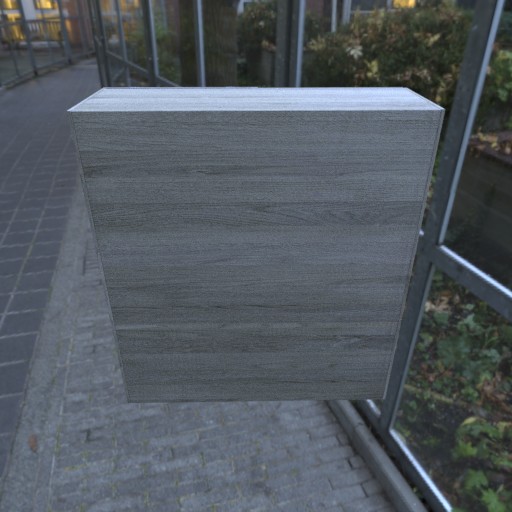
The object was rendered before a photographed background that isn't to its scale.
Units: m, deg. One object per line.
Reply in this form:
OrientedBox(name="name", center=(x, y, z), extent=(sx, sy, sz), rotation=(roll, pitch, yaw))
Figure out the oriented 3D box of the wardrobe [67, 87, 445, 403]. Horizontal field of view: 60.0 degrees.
OrientedBox(name="wardrobe", center=(0.000, 0.000, 2.842), extent=(1.780, 1.960, 0.629), rotation=(-1, 30, -1))
